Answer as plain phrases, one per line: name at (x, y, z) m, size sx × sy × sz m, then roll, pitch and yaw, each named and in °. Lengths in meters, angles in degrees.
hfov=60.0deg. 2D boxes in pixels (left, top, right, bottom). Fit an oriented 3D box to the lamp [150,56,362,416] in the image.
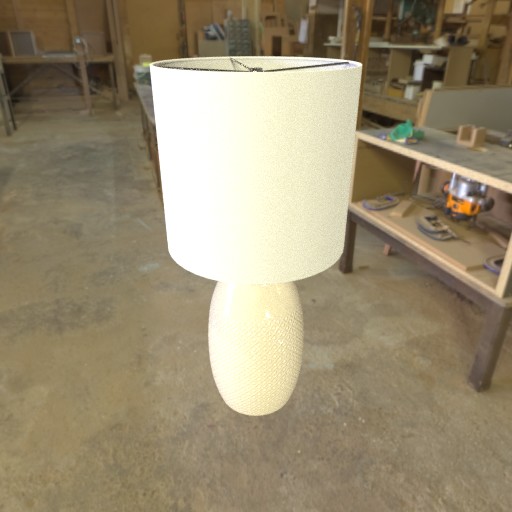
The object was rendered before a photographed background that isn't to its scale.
lamp at (0.000, 0.000, 0.565) m, size 0.217 × 0.453 × 0.217 m, roll -8°, pitch 28°, yaw -15°
